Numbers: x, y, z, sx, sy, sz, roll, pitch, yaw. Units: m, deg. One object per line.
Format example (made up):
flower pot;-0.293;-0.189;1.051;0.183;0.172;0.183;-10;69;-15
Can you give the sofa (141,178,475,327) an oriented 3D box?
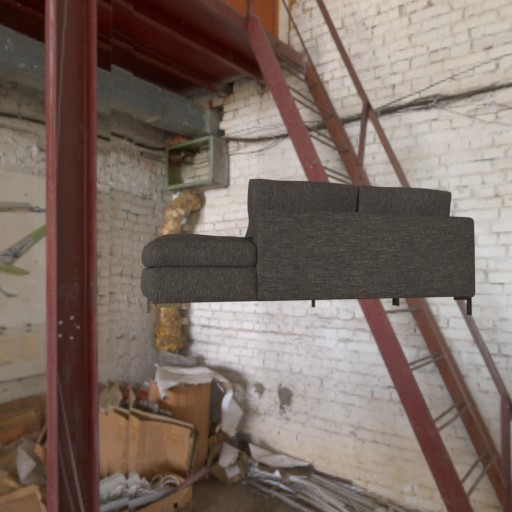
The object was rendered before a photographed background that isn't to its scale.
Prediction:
sofa;0.000;0.000;3.866;2.007;0.815;2.949;1;-2;-17
